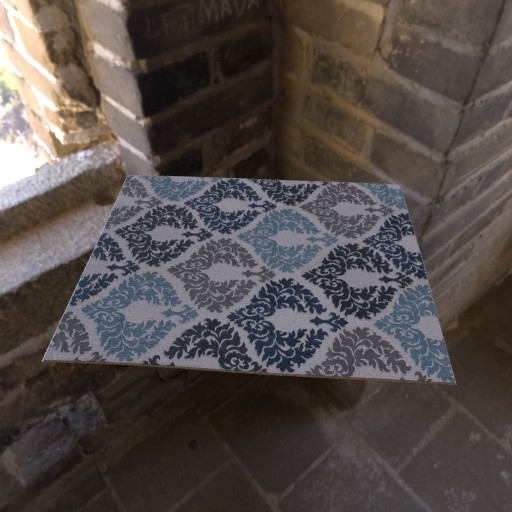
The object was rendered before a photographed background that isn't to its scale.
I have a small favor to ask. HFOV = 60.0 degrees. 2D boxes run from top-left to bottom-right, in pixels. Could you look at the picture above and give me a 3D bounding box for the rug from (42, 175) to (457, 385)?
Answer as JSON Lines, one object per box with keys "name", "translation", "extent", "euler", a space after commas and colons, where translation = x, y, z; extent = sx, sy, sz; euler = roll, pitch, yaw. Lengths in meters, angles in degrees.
{"name": "rug", "translation": [0.000, 0.000, 4.077], "extent": [3.040, 0.014, 2.423], "euler": [2, 45, 2]}
